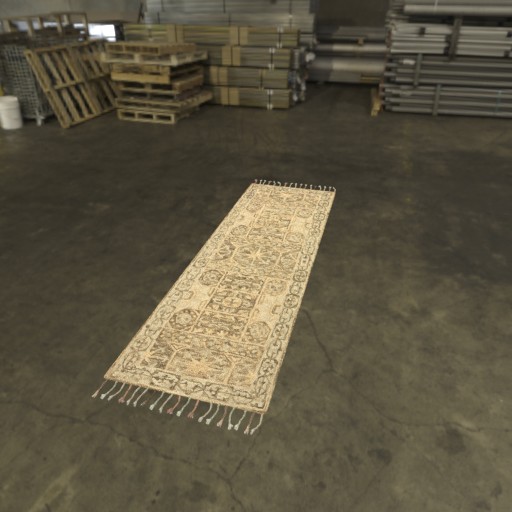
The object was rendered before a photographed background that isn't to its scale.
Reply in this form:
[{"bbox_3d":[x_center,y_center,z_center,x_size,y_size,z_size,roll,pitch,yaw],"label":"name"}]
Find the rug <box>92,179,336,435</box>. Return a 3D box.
[{"bbox_3d":[0.000,0.000,2.932,0.762,0.011,2.664,8,32,13],"label":"rug"}]
